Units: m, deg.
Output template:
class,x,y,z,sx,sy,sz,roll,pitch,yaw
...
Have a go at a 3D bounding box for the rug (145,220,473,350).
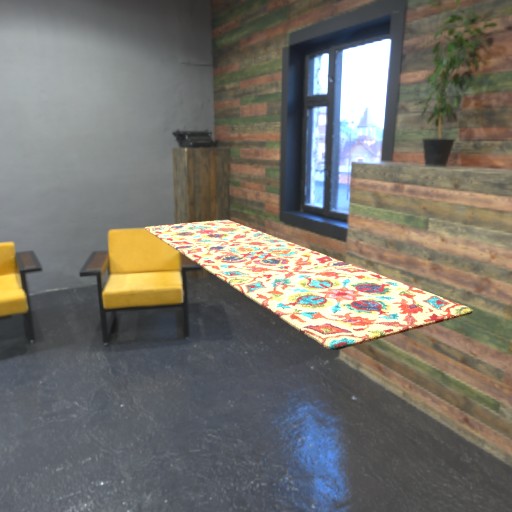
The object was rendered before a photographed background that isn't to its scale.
class,x,y,z,sx,sy,sz,roll,pitch,yaw
rug,0.000,0.000,2.500,0.693,0.016,2.273,-8,16,-27
